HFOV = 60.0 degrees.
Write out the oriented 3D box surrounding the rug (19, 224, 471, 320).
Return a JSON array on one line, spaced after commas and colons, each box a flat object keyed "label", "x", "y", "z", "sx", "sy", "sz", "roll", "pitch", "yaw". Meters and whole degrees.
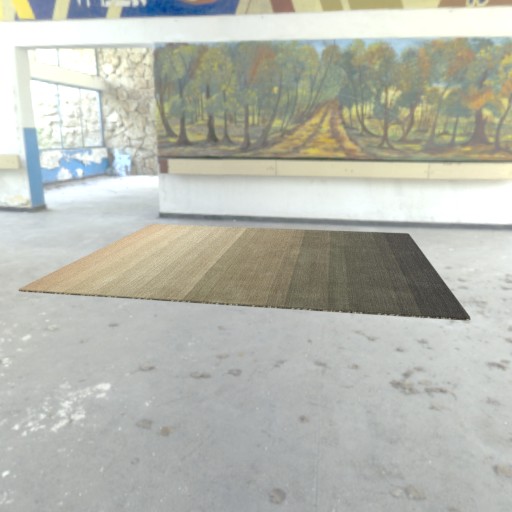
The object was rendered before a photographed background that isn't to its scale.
[{"label": "rug", "x": 0.000, "y": 0.000, "z": 3.857, "sx": 2.902, "sy": 0.017, "sz": 2.305, "roll": 3, "pitch": 16, "yaw": 9}]
